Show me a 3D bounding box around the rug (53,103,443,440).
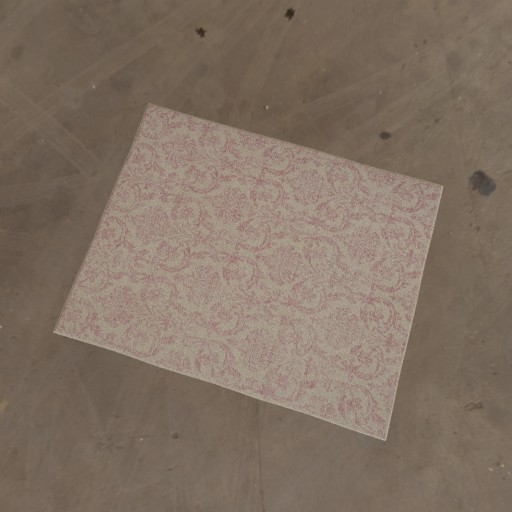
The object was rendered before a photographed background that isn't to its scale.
[{"bbox_3d":[0.000,0.000,4.035,2.980,0.012,2.363,17,77,4],"label":"rug"}]
